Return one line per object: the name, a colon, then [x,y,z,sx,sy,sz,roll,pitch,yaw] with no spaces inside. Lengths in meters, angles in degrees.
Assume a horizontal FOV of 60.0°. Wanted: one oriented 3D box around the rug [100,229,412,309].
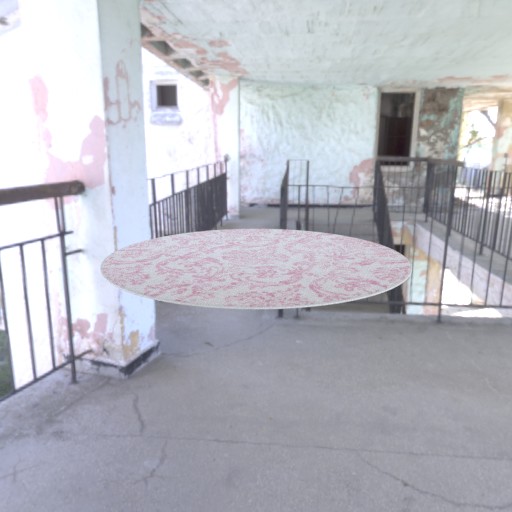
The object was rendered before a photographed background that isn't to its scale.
rug: [0.000,0.000,2.391,1.593,0.012,1.593,0,14,0]
